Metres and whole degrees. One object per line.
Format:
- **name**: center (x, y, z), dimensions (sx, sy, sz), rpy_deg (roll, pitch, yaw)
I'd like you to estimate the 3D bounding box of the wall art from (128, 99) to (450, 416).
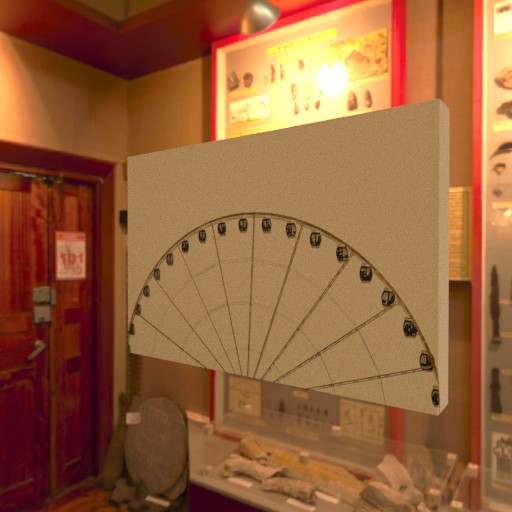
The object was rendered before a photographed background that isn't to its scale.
- **wall art**: center (0.000, 0.000, 0.480), dimensions (0.384, 0.254, 0.039), rpy_deg (1, 1, 36)
